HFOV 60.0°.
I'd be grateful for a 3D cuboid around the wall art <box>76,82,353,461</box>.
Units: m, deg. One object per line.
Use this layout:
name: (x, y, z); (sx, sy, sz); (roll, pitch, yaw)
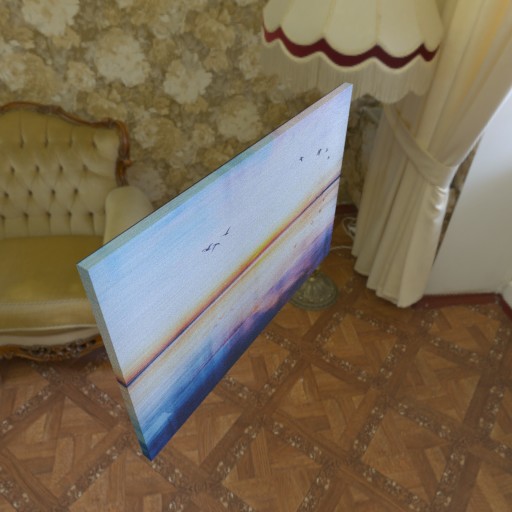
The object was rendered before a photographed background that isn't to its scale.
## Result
wall art: (0.000, 0.000, 1.411); (0.034, 0.756, 1.137); (24, 46, 25)
